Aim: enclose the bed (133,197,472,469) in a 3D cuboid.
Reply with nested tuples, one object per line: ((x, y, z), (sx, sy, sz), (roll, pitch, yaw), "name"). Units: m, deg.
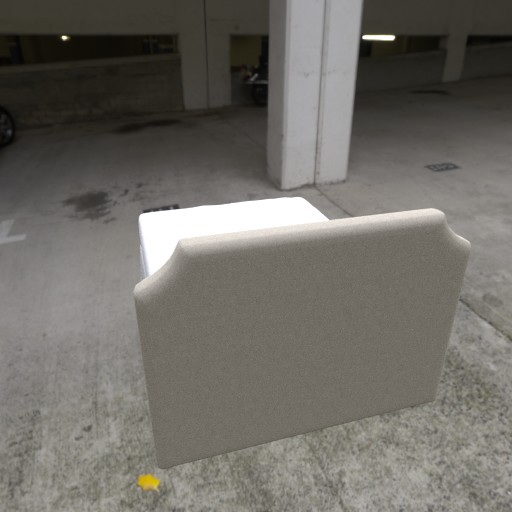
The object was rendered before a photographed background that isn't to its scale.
((0.000, 0.000, 3.130), (1.693, 1.290, 2.116), (-8, 28, -15), "bed")
